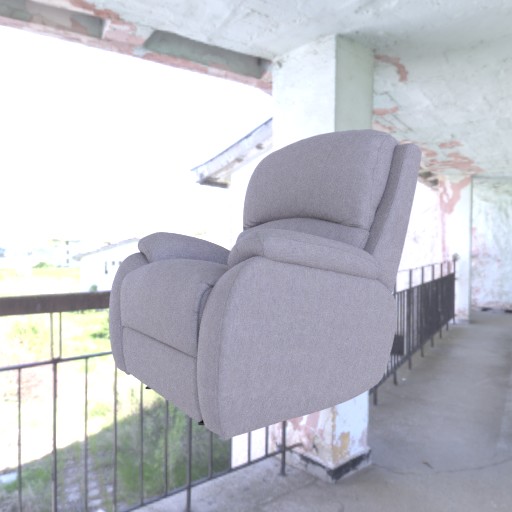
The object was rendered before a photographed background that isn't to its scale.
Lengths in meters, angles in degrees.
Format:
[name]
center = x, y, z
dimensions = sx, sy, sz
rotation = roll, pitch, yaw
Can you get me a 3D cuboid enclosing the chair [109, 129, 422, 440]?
[chair]
center = 0.000, 0.000, 1.721
dimensions = 0.899, 1.011, 0.930
rotation = -1, 2, -36
